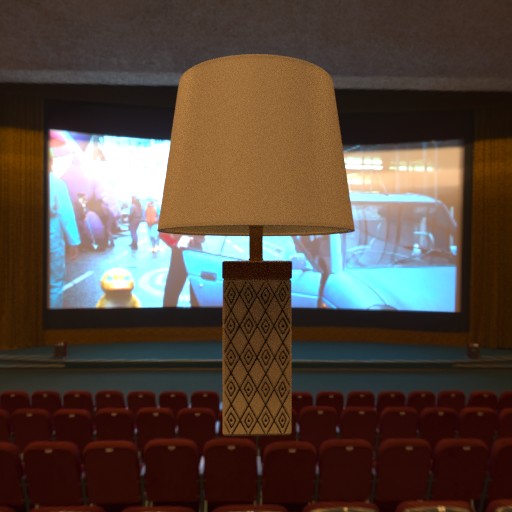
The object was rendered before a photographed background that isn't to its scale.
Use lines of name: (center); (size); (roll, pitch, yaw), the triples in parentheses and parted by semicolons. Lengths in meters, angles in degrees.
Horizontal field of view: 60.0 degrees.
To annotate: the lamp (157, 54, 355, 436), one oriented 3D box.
lamp: (0.000, 0.000, 0.577); (0.251, 0.435, 0.251); (0, 0, 0)
